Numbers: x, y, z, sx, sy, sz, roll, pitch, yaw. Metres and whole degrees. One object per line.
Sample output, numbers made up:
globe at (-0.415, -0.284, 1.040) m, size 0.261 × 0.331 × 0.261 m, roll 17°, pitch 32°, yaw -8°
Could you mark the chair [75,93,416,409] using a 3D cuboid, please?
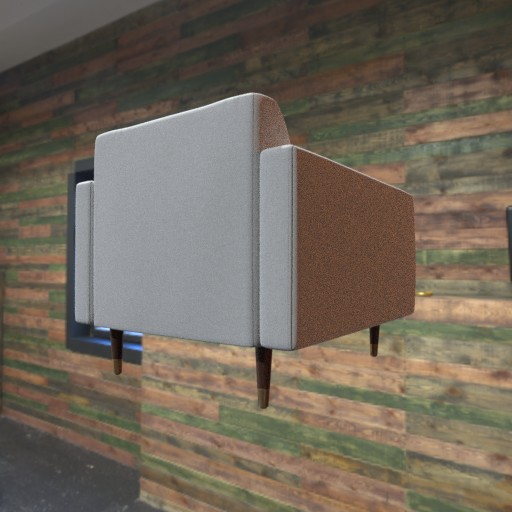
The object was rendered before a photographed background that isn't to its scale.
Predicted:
chair at (0.000, 0.000, 1.674) m, size 0.953 × 0.819 × 0.998 m, roll -1°, pitch -1°, yaw 36°
